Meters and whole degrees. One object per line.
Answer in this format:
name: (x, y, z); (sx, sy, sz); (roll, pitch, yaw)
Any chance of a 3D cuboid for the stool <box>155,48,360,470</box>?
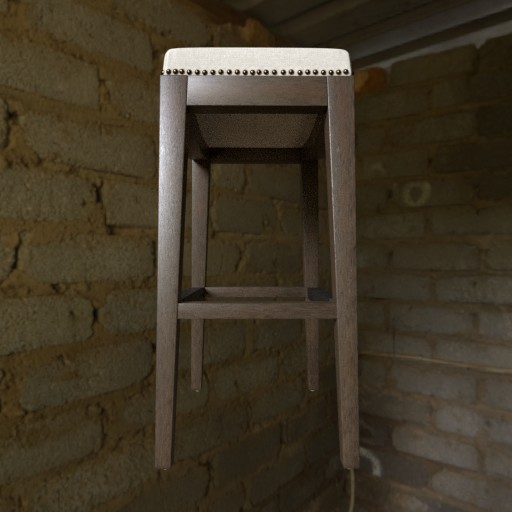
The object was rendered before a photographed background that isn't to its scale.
stool: (0.000, 0.000, 1.025); (0.358, 0.759, 0.498); (0, 0, -1)
